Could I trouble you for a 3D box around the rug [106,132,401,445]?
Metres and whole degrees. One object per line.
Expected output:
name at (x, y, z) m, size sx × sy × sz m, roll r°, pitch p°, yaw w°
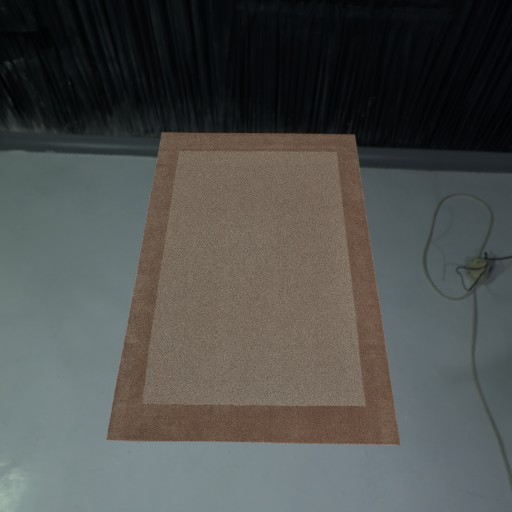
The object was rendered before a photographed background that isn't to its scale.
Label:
rug at (0.000, 0.000, 2.319) m, size 1.219 × 0.014 × 1.829 m, roll 1°, pitch 58°, yaw 0°
